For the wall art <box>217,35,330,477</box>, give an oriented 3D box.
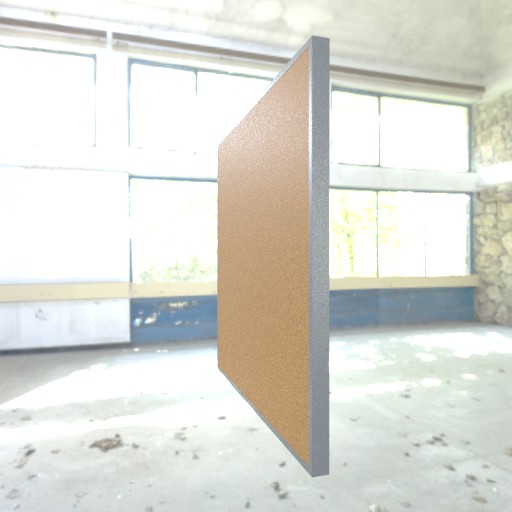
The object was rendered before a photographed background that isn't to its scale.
[{"bbox_3d":[0.000,0.000,1.200,0.038,0.807,0.809,0,0,-17],"label":"wall art"}]
